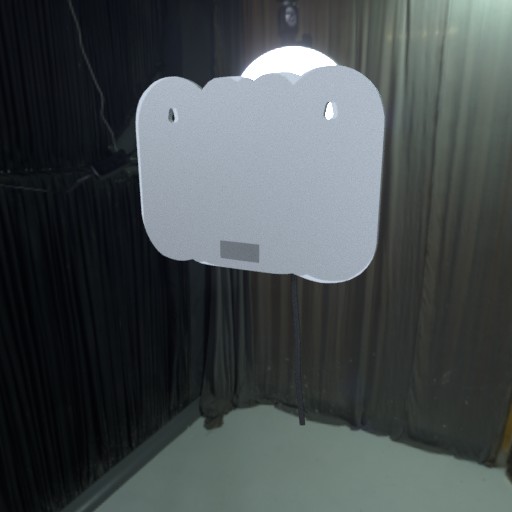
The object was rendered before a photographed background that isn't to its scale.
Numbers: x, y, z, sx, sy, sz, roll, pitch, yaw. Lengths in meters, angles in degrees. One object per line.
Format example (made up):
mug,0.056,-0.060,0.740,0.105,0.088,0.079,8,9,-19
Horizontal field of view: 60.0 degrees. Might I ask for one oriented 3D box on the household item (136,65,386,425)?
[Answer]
household item,0.000,0.000,0.385,0.211,0.294,0.042,7,16,25
